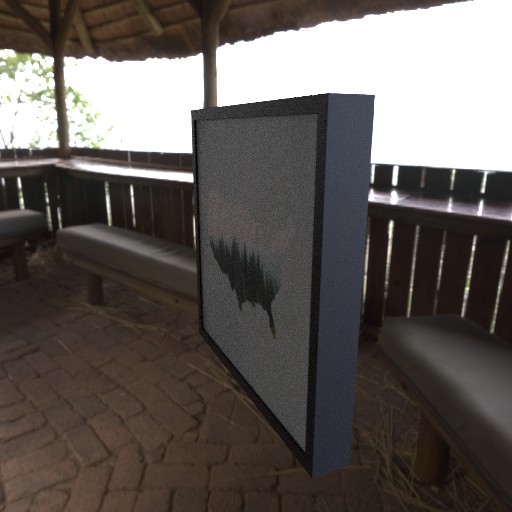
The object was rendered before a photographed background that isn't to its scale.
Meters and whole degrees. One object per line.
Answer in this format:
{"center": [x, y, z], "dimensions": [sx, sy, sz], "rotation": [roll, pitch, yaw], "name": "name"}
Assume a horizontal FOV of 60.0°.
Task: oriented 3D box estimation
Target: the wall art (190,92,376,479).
{"center": [0.000, 0.000, 0.469], "dimensions": [0.038, 0.304, 0.304], "rotation": [-7, 18, -24], "name": "wall art"}
